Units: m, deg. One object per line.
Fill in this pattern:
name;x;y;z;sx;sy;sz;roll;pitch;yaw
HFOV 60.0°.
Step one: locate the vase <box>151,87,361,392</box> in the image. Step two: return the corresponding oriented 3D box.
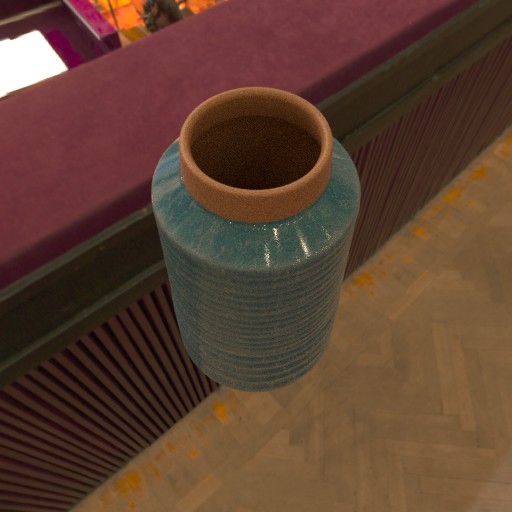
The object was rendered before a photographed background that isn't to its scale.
vase;0.000;0.000;0.372;0.163;0.267;0.163;0;58;0
